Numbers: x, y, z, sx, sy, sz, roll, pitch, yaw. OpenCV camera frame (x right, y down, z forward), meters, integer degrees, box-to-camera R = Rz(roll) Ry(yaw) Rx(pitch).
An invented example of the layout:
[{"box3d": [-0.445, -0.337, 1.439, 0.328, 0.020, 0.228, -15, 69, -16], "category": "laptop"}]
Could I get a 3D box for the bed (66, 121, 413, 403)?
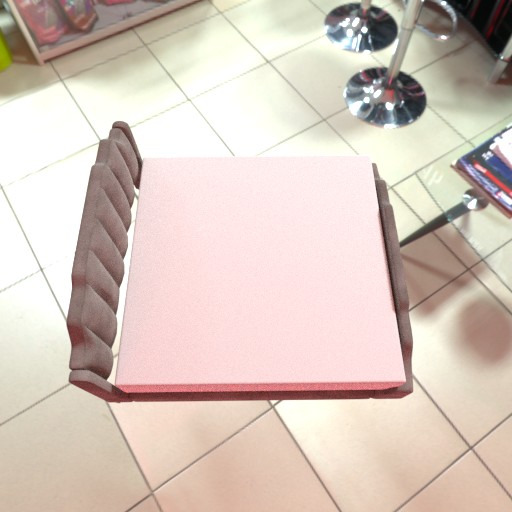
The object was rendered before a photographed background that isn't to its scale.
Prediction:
[{"box3d": [0.000, 0.000, 3.511, 2.340, 1.245, 2.074, -1, 64, 0], "category": "bed"}]
